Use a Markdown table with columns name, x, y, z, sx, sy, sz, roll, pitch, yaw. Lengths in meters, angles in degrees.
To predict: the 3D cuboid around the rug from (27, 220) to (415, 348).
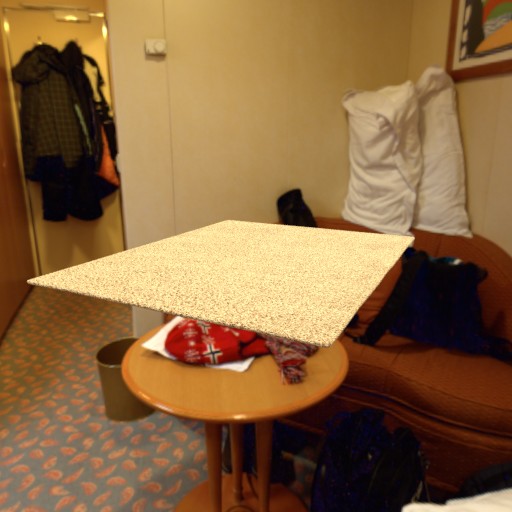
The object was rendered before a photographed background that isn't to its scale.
| name | x | y | z | sx | sy | sz | roll | pitch | yaw |
| --- | --- | --- | --- | --- | --- | --- | --- | --- | --- |
| rug | 0.000 | 0.000 | 4.188 | 2.438 | 0.029 | 3.047 | 7 | 16 | 26 |
